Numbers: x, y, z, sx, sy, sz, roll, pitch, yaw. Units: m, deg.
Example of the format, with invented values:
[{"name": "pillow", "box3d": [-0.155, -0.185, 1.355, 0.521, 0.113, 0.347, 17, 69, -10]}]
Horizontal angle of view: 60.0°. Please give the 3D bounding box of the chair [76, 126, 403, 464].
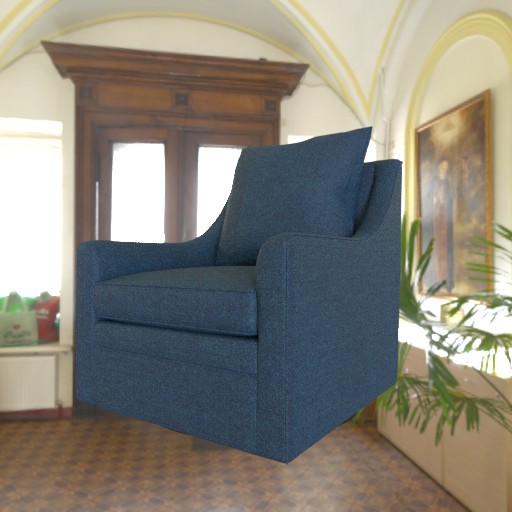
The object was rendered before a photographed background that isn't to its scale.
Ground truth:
[{"name": "chair", "box3d": [0.000, 0.000, 1.496, 0.750, 0.939, 0.870, 0, 0, 35]}]
